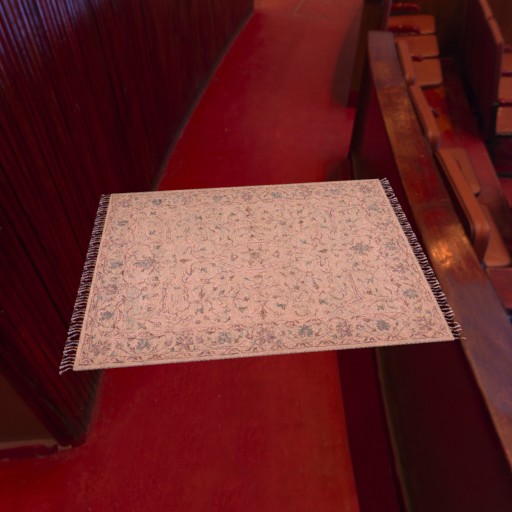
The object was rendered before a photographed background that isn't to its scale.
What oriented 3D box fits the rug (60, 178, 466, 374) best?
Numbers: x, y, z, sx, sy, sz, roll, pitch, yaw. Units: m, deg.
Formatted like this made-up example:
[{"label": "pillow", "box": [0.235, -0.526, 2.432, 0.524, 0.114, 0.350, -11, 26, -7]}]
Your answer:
[{"label": "rug", "box": [0.000, 0.000, 2.368, 1.802, 0.008, 1.247, -4, 46, -4]}]
